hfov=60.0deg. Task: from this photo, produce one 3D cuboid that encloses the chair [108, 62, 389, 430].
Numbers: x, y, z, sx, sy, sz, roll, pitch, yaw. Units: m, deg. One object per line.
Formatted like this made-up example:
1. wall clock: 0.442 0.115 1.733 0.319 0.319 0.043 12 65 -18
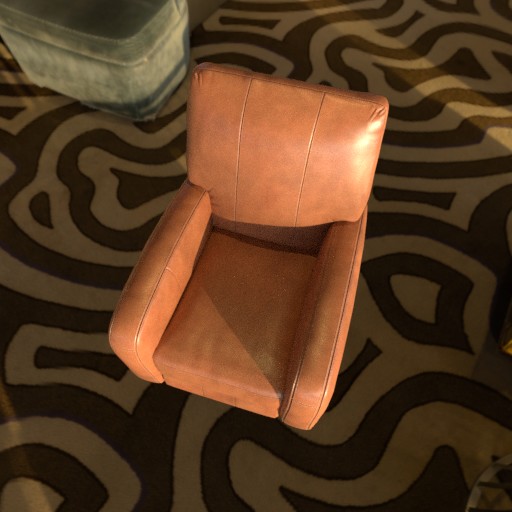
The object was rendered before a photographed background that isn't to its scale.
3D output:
1. chair: 0.000 0.000 1.640 0.762 0.990 0.990 15 60 9
